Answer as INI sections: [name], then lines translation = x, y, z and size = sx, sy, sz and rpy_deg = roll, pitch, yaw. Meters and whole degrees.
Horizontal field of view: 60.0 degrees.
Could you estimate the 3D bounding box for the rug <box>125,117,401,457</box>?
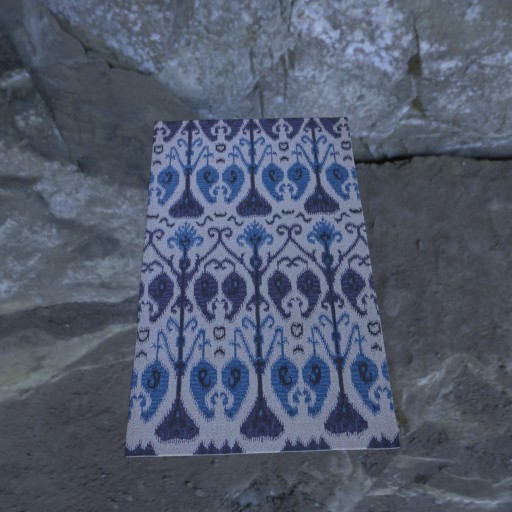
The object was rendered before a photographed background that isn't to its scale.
[rug]
translation = 0.000, 0.000, 2.086
size = 1.072, 0.013, 1.698
rpy_deg = -2, 64, -1
